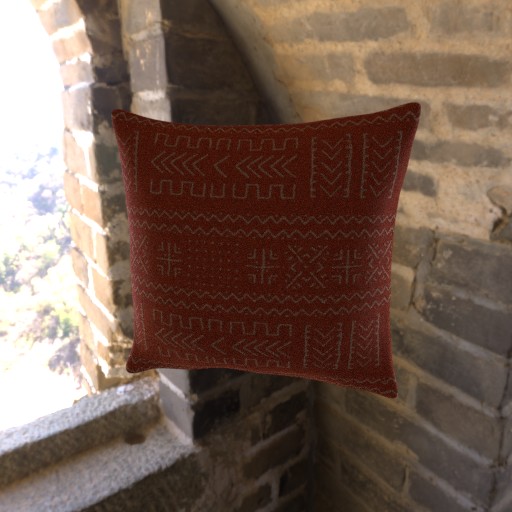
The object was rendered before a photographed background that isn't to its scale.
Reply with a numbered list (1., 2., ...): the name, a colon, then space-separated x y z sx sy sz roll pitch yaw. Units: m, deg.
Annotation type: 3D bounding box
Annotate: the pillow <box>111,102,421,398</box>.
1. pillow: 0.000 0.000 0.660 0.438 0.429 0.164 2 14 9
